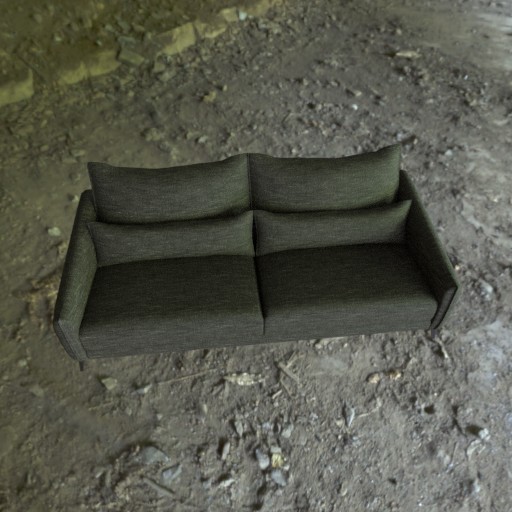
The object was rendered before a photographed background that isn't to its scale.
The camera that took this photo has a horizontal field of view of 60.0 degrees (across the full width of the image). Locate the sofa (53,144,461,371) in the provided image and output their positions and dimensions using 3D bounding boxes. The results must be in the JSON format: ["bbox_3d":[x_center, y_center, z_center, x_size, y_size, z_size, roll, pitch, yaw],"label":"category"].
[{"bbox_3d":[0.000,0.000,2.418,2.019,0.843,0.807,-4,46,-4],"label":"sofa"}]
